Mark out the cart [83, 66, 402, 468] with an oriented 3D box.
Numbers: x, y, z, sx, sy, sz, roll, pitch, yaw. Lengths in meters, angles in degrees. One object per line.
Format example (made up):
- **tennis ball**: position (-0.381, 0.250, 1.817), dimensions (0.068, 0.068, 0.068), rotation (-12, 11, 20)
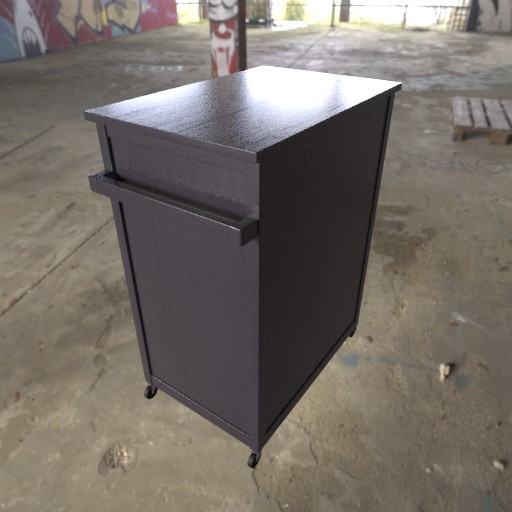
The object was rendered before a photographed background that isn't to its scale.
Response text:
- **cart**: position (0.000, 0.000, 1.262), dimensions (0.449, 0.878, 0.690), rotation (21, 38, 29)
